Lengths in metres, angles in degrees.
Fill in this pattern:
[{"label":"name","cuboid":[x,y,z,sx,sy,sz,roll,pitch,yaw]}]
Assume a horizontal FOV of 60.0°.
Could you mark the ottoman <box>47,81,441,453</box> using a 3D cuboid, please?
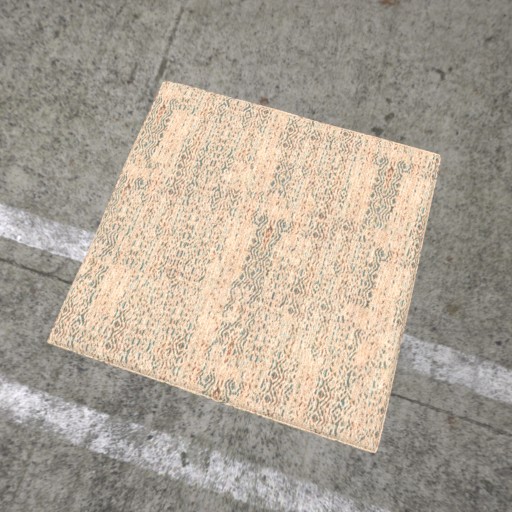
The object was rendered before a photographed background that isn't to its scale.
[{"label":"ottoman","cuboid":[0.000,0.000,1.518,1.004,0.356,0.968,17,74,5]}]
